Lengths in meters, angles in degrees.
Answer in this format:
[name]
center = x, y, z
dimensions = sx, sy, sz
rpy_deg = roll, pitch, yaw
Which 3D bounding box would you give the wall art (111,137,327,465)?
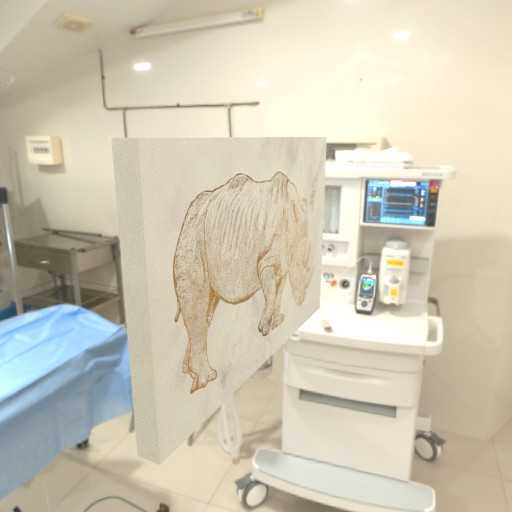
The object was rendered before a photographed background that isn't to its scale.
[wall art]
center = 0.000, 0.000, 0.786
dimensions = 0.038, 0.407, 0.609
rpy_deg = 8, 17, 26
